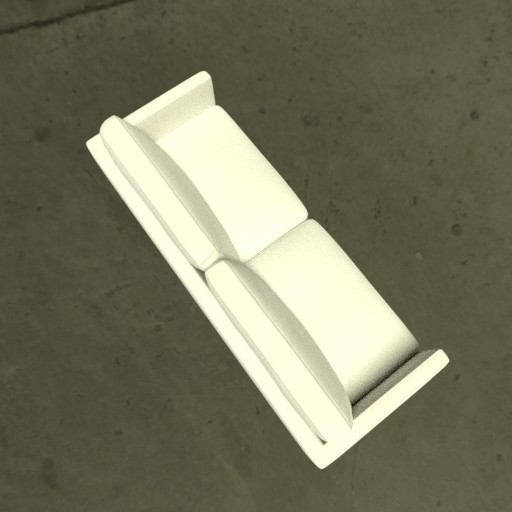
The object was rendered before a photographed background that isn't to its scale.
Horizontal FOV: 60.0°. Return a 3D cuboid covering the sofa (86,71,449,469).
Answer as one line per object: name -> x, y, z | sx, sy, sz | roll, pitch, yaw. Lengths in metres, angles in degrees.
sofa -> 0.000, 0.000, 2.837 | 0.951, 0.962, 2.361 | -36, 77, -10
